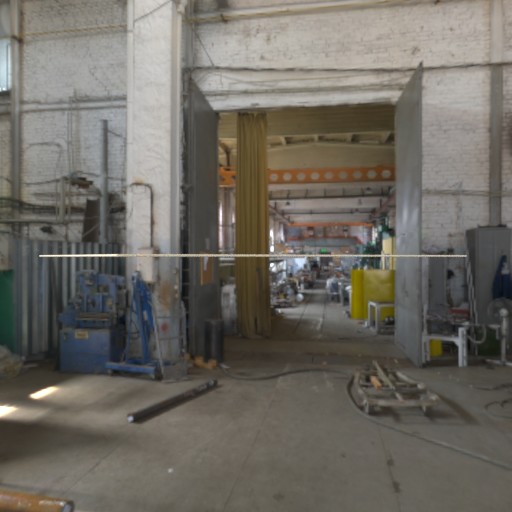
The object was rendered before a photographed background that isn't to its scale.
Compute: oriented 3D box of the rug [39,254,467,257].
[{"bbox_3d":[0.000,0.000,2.277,1.828,0.007,1.220,0,0,-35],"label":"rug"}]
